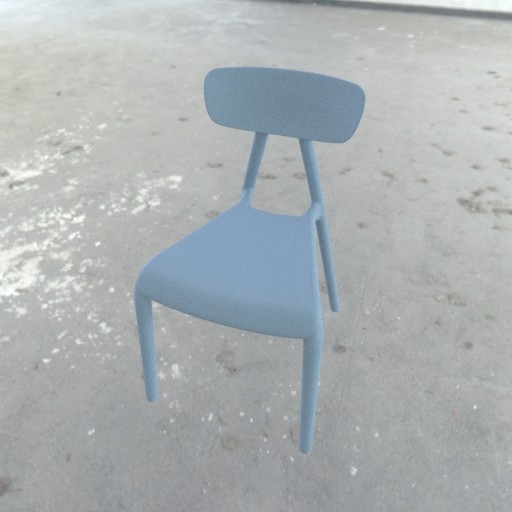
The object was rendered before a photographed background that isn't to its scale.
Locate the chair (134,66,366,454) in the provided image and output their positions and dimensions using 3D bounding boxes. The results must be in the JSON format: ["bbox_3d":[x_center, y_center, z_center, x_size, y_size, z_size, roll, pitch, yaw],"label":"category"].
[{"bbox_3d":[0.000,0.000,0.844,0.356,0.580,0.401,13,42,15],"label":"chair"}]
